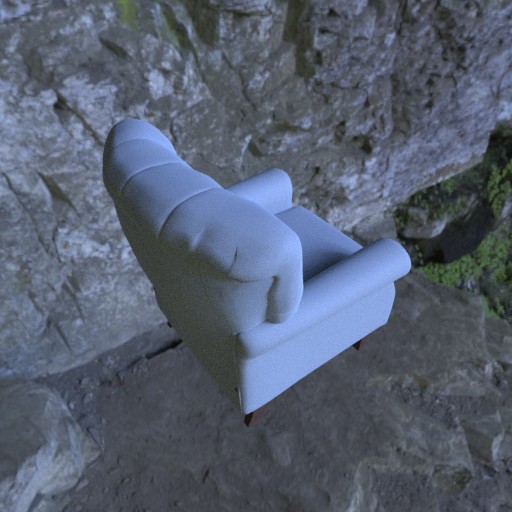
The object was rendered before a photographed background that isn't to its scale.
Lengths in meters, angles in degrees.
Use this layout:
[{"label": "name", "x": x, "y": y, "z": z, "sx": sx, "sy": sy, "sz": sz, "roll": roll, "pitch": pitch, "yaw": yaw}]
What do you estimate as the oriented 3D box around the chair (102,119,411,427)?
[{"label": "chair", "x": 0.000, "y": 0.000, "z": 2.081, "sx": 1.128, "sy": 1.217, "sz": 1.090, "roll": -26, "pitch": 47, "yaw": -27}]
